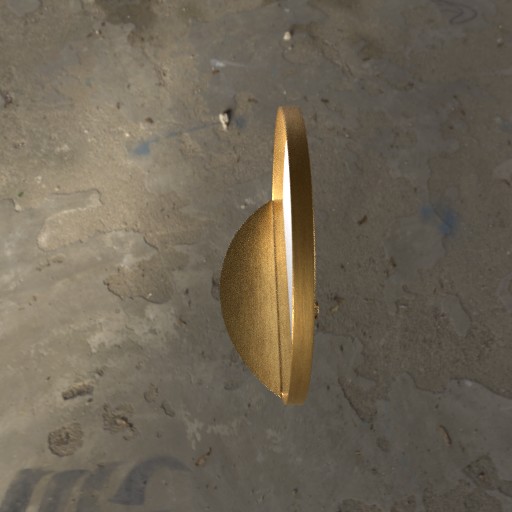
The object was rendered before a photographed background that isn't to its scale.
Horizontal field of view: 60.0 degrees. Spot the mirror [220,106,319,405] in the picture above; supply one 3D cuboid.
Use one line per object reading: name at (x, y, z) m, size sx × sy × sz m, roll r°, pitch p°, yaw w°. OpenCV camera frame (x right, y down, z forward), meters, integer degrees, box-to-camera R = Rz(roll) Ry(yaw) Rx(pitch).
mirror at (0.000, 0.000, 0.715) m, size 0.133 × 0.457 × 0.457 m, roll -1°, pitch 60°, yaw -1°
